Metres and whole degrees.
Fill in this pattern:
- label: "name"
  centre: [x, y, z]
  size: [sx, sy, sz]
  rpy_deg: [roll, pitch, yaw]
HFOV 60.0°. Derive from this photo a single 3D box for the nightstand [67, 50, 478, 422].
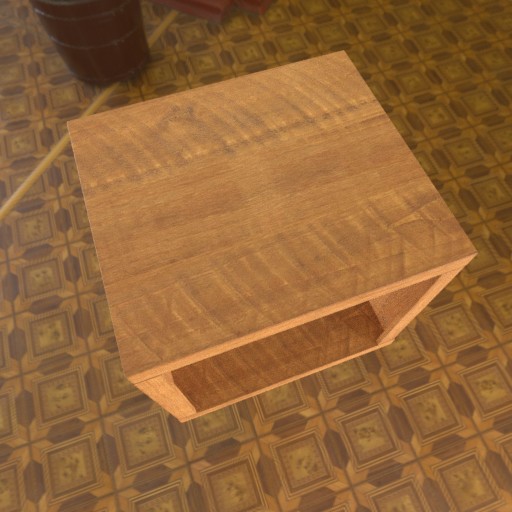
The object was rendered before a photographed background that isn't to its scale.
- label: "nightstand"
  centre: [0.000, 0.000, 0.877]
  size: [0.493, 0.491, 0.436]
  rpy_deg: [-18, 65, -9]
